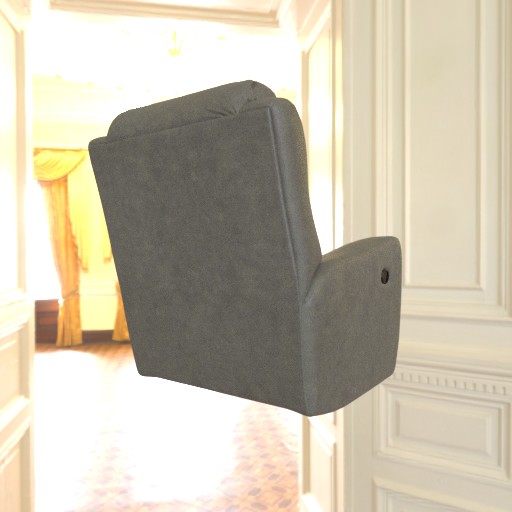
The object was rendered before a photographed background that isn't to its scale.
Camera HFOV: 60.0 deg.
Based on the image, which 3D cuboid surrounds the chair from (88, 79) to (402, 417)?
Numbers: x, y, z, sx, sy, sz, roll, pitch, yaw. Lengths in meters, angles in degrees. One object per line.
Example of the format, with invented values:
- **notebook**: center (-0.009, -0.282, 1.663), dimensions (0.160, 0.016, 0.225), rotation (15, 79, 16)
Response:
- **chair**: center (0.000, 0.000, 1.893), dimensions (0.965, 1.116, 1.068), rotation (1, 1, 35)
